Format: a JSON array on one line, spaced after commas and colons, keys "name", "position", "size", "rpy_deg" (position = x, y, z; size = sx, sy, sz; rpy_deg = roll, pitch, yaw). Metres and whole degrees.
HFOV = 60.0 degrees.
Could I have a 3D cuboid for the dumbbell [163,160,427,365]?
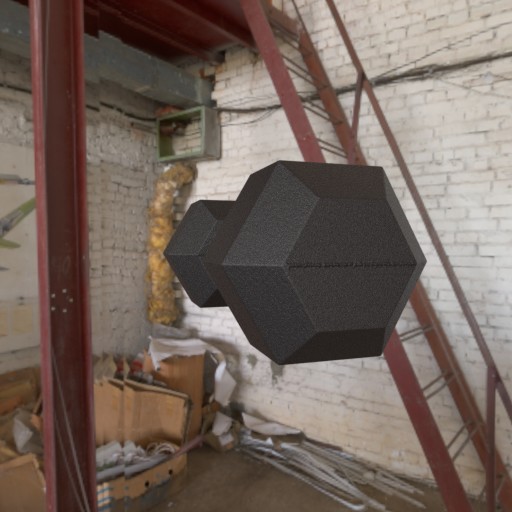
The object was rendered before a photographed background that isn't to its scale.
[{"name": "dumbbell", "position": [0.000, 0.000, 0.420], "size": [0.141, 0.123, 0.356], "rpy_deg": [-1, 2, -18]}]
